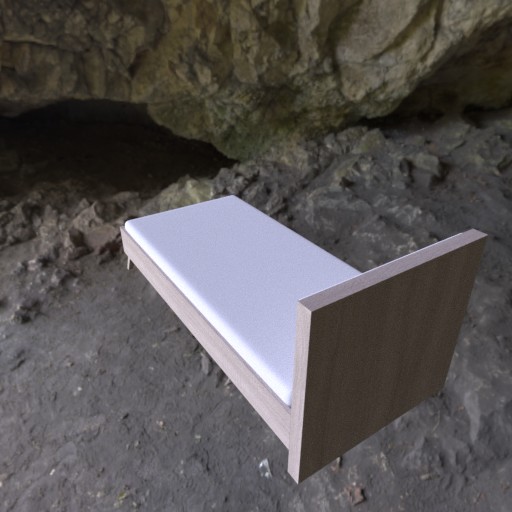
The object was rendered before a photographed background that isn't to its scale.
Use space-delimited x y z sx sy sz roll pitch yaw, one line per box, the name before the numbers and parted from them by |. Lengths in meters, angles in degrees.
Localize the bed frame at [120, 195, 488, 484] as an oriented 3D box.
bed frame | 0.000 0.000 2.680 0.990 0.920 2.140 -18 35 -29
